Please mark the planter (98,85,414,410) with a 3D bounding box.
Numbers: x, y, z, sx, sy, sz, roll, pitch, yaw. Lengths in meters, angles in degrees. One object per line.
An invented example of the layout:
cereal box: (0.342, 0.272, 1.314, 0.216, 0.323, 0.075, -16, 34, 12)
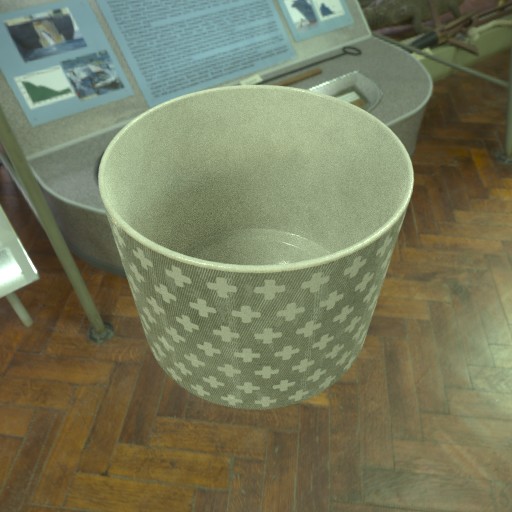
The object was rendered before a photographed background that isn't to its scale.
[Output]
planter: (0.000, 0.000, 0.339, 0.190, 0.181, 0.190, 0, 47, 0)
